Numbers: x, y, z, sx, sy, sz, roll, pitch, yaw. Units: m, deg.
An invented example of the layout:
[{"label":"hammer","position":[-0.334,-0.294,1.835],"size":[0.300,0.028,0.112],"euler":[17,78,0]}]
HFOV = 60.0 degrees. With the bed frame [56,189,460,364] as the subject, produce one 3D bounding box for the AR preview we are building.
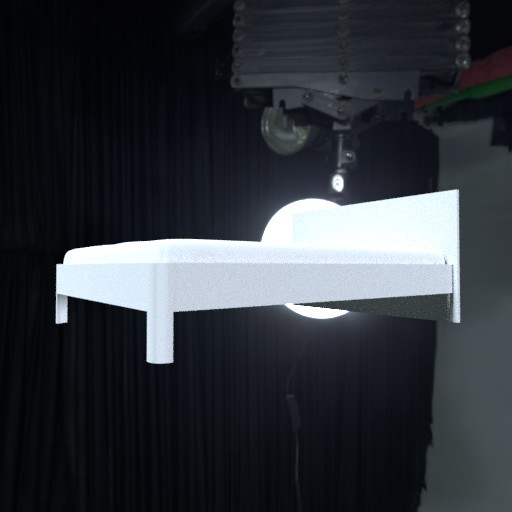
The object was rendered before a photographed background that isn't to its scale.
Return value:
[{"label":"bed frame","position":[0.000,0.000,2.683],"size":[1.950,0.800,1.490],"euler":[1,-2,-37]}]
